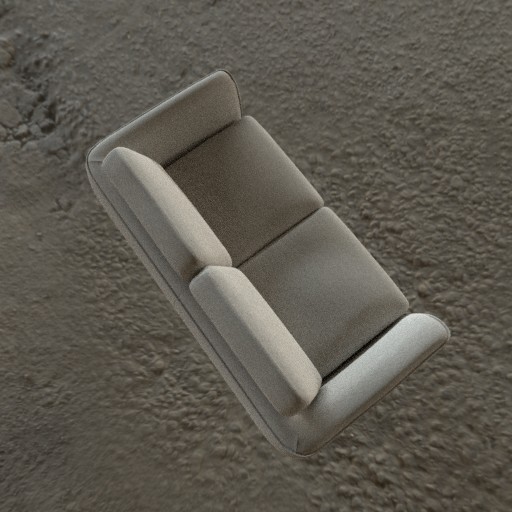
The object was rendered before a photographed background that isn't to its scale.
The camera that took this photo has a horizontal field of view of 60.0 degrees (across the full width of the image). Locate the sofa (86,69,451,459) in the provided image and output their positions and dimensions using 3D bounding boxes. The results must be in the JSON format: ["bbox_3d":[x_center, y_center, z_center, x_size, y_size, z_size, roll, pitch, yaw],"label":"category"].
[{"bbox_3d":[0.000,0.000,2.158,0.920,0.850,1.700,-36,78,-9],"label":"sofa"}]
